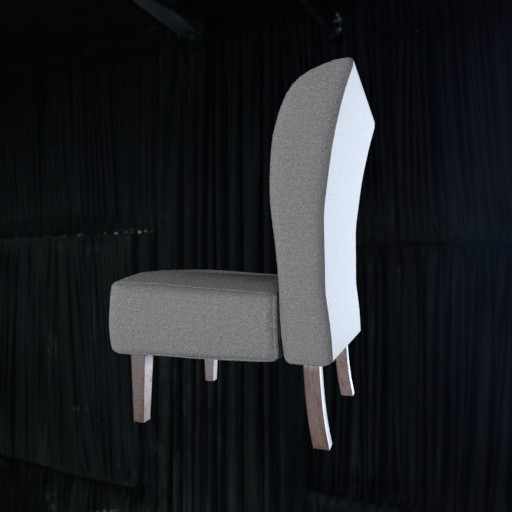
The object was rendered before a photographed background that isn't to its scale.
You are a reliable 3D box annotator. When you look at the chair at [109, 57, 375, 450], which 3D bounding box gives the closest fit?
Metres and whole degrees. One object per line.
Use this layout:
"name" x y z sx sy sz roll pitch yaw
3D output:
"chair" 0.000 0.000 1.195 0.592 0.804 0.513 0 -1 19
